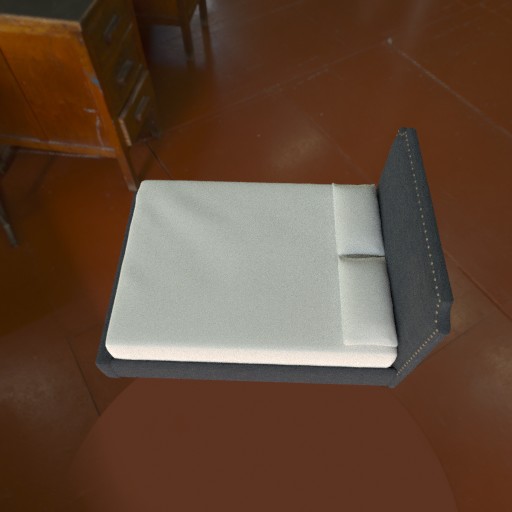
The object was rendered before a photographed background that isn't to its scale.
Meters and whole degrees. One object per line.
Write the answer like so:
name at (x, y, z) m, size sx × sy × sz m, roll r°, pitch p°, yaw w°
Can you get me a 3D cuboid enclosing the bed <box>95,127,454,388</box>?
bed at (0.000, 0.000, 3.528) m, size 2.372 × 1.443 × 1.713 m, roll 2°, pitch 58°, yaw 1°
